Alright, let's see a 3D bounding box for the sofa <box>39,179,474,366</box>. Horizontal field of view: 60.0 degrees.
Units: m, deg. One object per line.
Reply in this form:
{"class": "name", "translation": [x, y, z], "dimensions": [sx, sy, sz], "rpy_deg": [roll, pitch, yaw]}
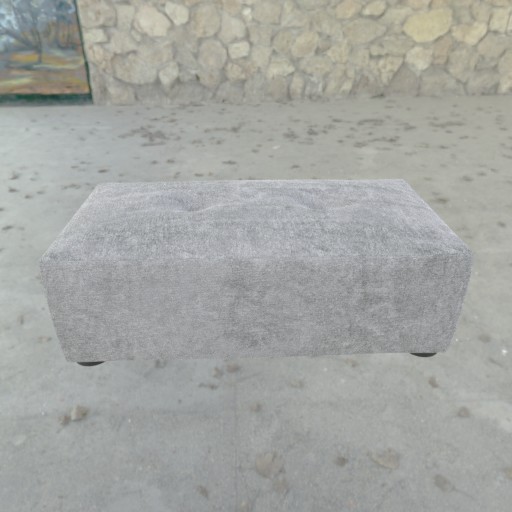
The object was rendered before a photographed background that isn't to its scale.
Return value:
{"class": "sofa", "translation": [0.000, 0.000, 1.177], "dimensions": [0.930, 0.330, 0.480], "rpy_deg": [-1, 29, -2]}
